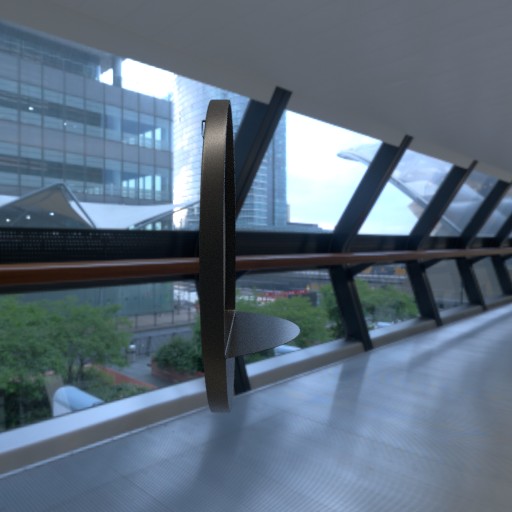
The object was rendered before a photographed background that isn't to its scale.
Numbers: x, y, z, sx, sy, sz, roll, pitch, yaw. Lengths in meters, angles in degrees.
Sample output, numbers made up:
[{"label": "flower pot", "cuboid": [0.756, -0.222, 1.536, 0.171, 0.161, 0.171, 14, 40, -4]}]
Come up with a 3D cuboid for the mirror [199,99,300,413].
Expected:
[{"label": "mirror", "cuboid": [0.000, 0.000, 0.688, 0.133, 0.457, 0.457, 0, 0, -1]}]
